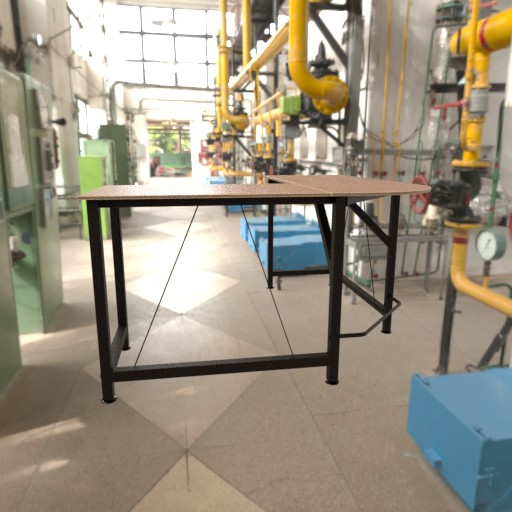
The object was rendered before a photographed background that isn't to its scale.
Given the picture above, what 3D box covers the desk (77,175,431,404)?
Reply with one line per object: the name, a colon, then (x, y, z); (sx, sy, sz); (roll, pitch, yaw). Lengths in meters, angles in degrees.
desk: (0.000, 0.000, 2.305); (1.400, 0.762, 1.400); (-2, 13, -9)
